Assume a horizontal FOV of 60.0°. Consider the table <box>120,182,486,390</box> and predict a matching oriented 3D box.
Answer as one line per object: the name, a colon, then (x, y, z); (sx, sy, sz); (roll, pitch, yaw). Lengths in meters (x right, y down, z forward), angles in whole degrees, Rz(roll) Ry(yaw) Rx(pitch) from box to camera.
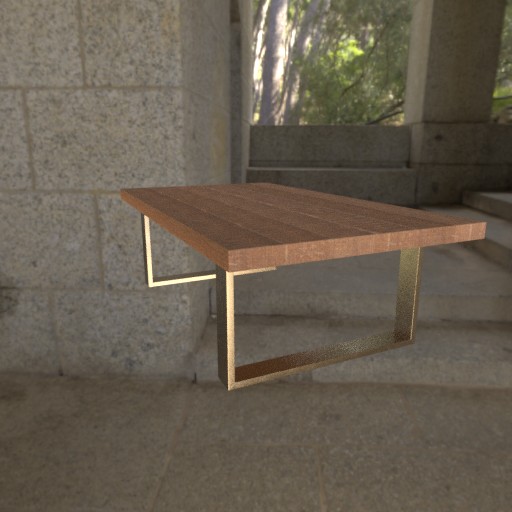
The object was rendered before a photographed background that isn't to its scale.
table: (0.000, 0.000, 1.772); (0.800, 0.440, 1.400); (-7, 16, -25)
